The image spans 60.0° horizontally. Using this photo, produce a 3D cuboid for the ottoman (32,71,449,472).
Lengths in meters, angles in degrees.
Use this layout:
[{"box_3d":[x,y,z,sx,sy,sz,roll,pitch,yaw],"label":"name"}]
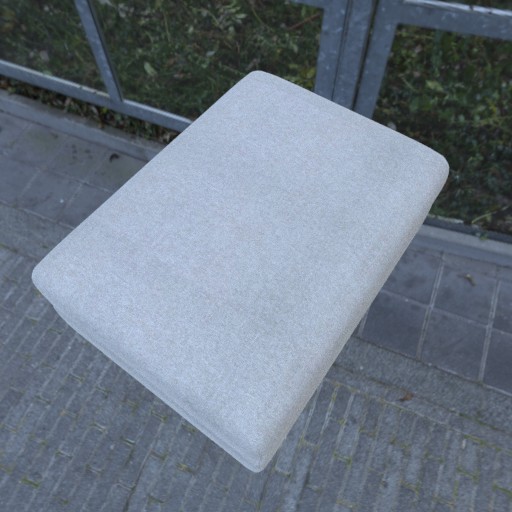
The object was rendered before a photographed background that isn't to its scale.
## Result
[{"box_3d":[0.000,0.000,1.150,0.610,0.478,0.823,32,65,17],"label":"ottoman"}]
